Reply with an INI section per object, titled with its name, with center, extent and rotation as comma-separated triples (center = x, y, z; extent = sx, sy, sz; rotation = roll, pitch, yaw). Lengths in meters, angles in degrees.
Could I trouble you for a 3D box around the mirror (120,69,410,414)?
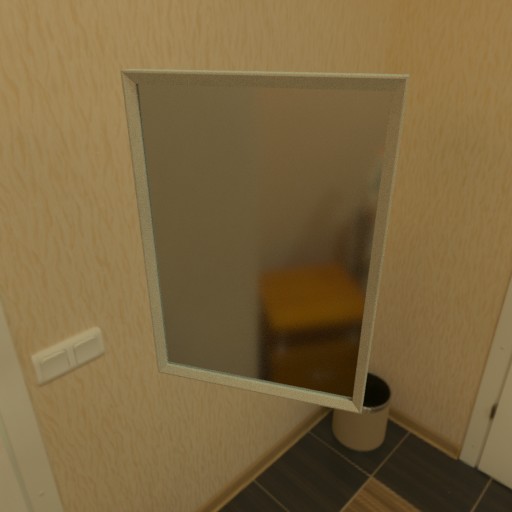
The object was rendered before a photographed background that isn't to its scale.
[mirror]
center = 0.000, 0.000, 0.924
extent = 0.507, 0.710, 0.039
rotation = 7, 27, 14
